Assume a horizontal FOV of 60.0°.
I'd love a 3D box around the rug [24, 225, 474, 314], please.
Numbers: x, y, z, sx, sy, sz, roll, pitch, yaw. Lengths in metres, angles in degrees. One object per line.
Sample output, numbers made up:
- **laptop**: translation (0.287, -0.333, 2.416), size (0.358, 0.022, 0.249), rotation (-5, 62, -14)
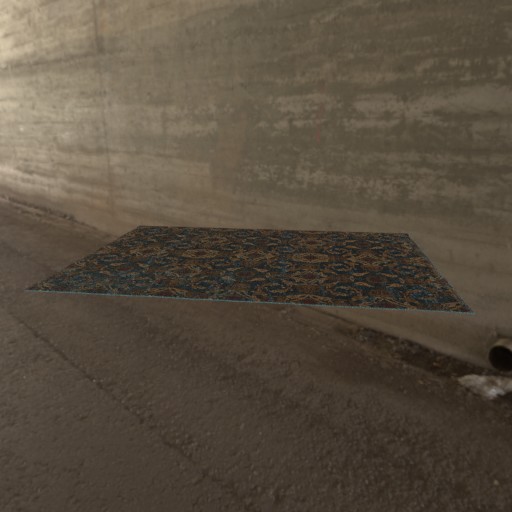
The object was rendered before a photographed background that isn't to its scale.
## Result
- **rug**: translation (0.000, 0.000, 4.308), size (3.291, 0.013, 2.337), rotation (2, 16, 7)
